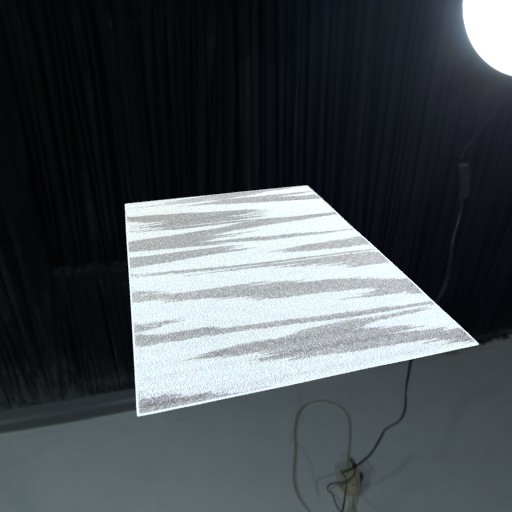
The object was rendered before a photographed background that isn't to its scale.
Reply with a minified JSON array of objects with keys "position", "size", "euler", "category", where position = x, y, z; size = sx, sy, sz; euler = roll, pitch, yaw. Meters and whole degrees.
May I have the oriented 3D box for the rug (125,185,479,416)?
[{"position":[0.000,0.000,2.748],"size":[1.533,0.010,2.142],"euler":[-8,30,-14],"category":"rug"}]
